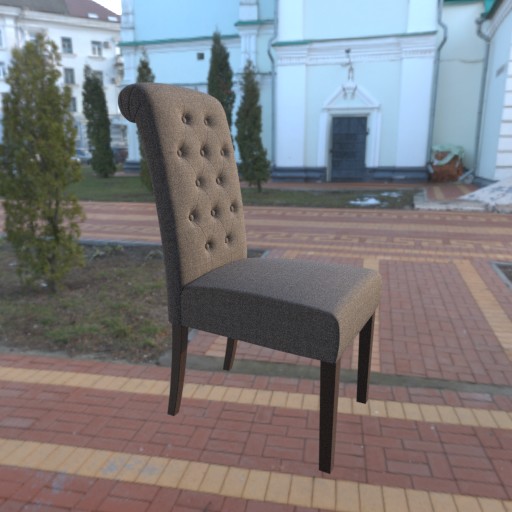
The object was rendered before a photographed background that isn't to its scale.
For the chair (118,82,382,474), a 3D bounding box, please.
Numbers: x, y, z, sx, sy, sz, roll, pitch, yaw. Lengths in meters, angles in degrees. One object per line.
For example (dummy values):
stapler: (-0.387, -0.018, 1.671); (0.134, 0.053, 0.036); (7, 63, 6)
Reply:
chair: (0.000, 0.000, 1.347); (0.671, 1.006, 0.456); (7, 15, 27)
